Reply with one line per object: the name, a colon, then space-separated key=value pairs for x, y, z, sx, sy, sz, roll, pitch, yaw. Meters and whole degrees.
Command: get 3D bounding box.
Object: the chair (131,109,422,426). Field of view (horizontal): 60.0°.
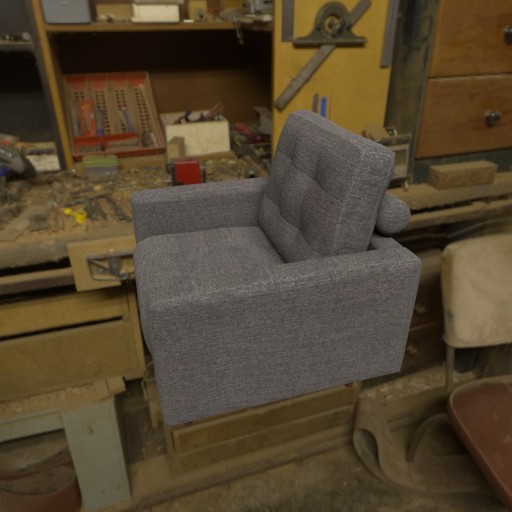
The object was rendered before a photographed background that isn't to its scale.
chair: x=0.000 y=0.000 z=1.573 sx=0.843 sy=0.880 sz=0.821 roll=-8 pitch=30 yaw=-15
